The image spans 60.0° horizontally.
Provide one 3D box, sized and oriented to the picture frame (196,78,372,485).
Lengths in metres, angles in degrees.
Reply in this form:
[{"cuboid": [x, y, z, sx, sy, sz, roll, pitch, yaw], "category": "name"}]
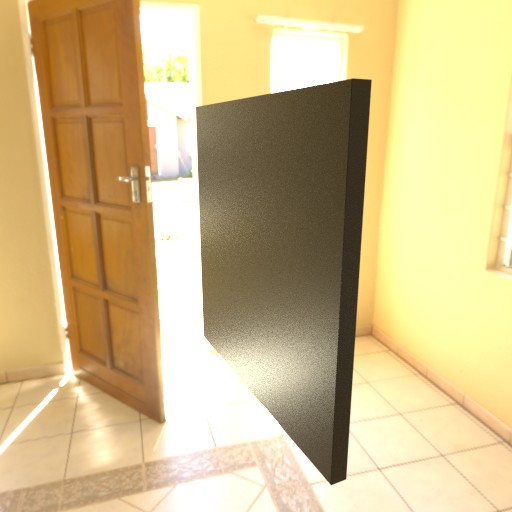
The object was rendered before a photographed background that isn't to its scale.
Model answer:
[{"cuboid": [0.000, 0.000, 0.825, 0.029, 0.557, 0.559, -7, 17, -25], "category": "picture frame"}]
